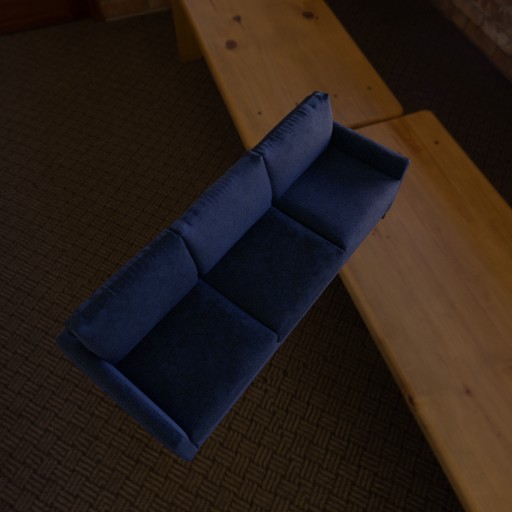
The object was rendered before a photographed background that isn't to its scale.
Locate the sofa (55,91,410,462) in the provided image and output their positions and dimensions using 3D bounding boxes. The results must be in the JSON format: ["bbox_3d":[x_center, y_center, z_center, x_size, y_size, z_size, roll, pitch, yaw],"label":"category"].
[{"bbox_3d":[0.000,0.000,2.707,0.875,0.879,2.252,34,65,19],"label":"sofa"}]
